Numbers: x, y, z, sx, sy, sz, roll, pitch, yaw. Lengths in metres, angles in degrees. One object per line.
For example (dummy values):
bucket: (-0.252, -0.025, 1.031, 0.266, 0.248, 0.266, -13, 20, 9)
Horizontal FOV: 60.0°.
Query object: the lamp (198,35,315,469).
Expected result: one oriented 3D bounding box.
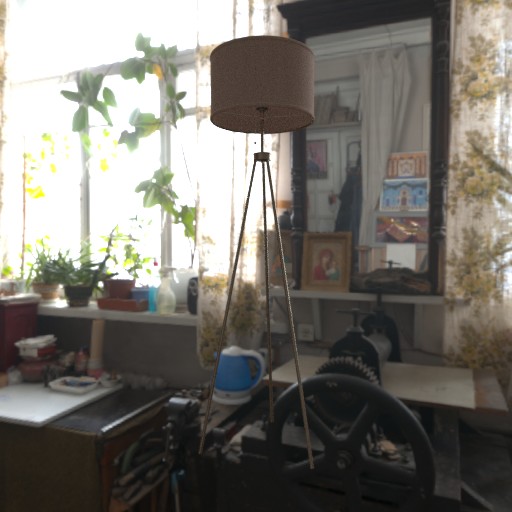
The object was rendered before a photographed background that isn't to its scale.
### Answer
lamp: (0.000, 0.000, 1.758, 0.460, 1.545, 0.449, -1, 2, -17)
